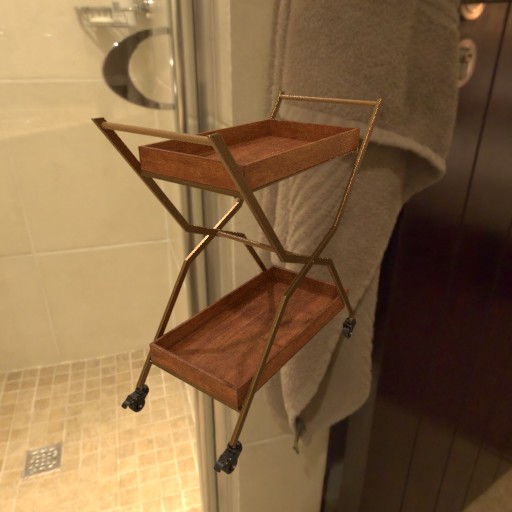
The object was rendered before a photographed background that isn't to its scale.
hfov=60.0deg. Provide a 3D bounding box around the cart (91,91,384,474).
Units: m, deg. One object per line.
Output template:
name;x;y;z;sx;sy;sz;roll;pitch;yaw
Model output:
cart;0.000;0.000;1.355;0.405;0.869;0.836;17;31;32
